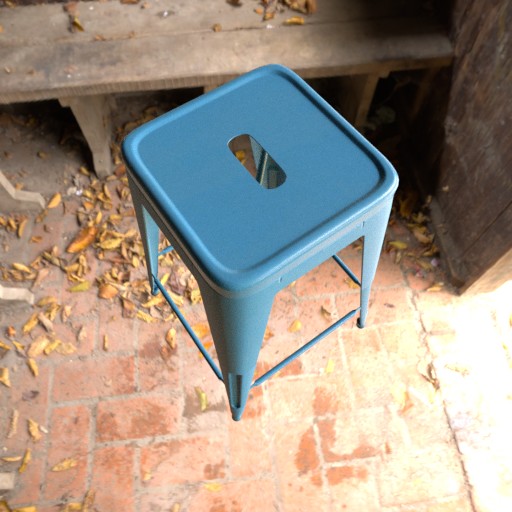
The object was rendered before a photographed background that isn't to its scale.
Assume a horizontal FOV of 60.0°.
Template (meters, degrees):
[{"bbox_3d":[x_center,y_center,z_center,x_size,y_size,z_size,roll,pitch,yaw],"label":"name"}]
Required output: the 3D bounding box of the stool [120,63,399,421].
[{"bbox_3d":[0.000,0.000,0.895,0.410,0.608,0.410,-32,68,-15],"label":"stool"}]
